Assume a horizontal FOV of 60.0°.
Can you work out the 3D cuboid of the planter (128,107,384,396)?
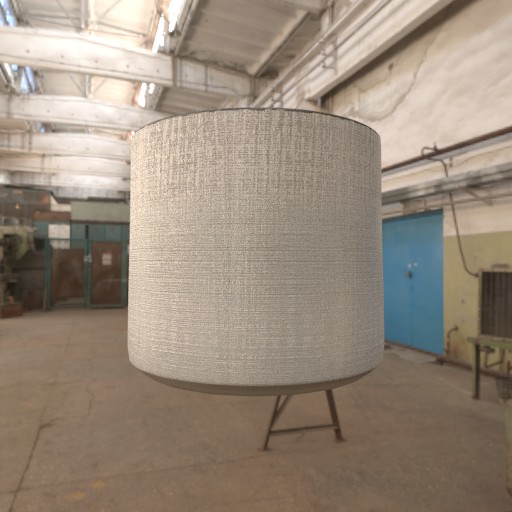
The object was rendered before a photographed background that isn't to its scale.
[{"bbox_3d":[0.000,0.000,0.226,0.125,0.112,0.125,0,-1,0],"label":"planter"}]
